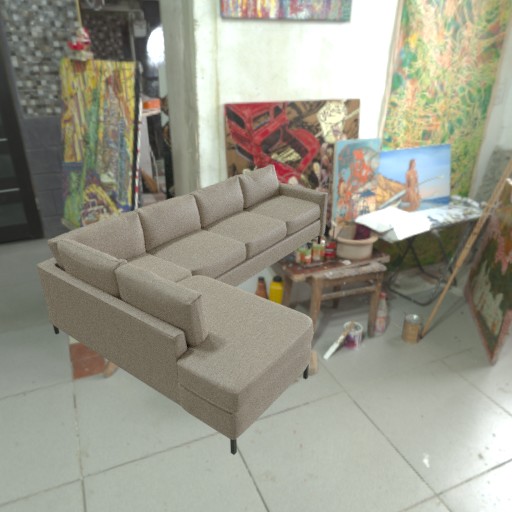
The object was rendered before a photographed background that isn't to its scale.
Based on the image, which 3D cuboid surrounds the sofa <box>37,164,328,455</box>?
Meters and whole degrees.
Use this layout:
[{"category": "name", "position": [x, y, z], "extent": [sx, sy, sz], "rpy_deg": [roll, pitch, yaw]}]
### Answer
[{"category": "sofa", "position": [0.000, 0.000, 3.184], "extent": [1.617, 0.703, 2.423], "rpy_deg": [18, 31, 33]}]
